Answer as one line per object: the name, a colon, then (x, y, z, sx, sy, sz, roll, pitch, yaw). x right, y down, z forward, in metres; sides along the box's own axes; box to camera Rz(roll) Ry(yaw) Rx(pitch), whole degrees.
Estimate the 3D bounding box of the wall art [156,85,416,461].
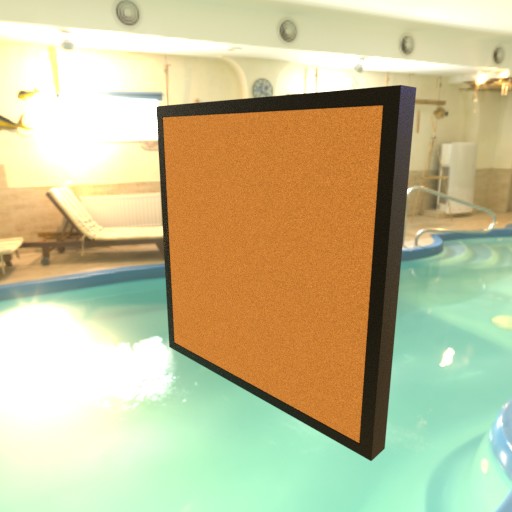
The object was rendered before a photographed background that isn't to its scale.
wall art: (0.000, 0.000, 0.756, 0.038, 0.506, 0.506, -14, 21, -43)
